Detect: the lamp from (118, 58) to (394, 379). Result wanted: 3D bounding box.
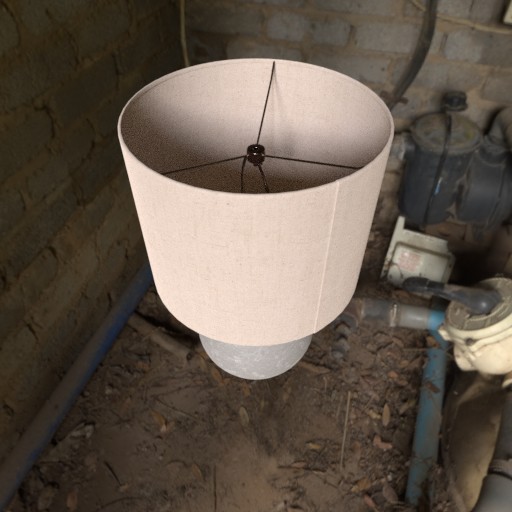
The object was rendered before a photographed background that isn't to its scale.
[{"bbox_3d":[0.000,0.000,0.586,0.269,0.409,0.269,-16,48,-15],"label":"lamp"}]
